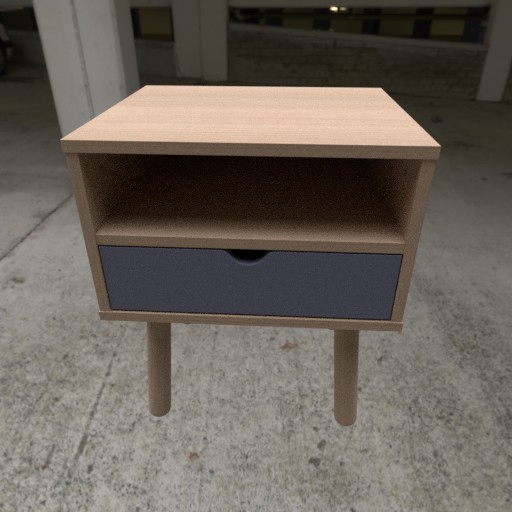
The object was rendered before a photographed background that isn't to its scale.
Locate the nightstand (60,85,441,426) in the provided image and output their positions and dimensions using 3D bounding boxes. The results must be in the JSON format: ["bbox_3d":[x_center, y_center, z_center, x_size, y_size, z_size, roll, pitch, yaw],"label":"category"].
[{"bbox_3d":[0.000,0.000,0.820,0.450,0.530,0.380,2,30,3],"label":"nightstand"}]
